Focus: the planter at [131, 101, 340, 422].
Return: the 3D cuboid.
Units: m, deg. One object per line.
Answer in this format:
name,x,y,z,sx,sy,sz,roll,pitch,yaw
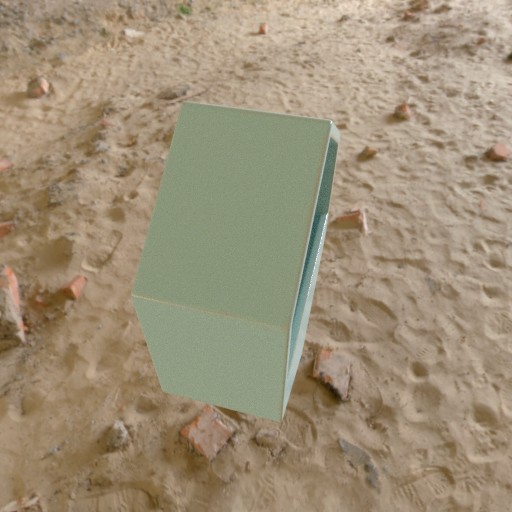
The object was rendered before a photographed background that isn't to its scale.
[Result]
planter,0.000,0.000,0.292,0.078,0.207,0.169,11,47,10
